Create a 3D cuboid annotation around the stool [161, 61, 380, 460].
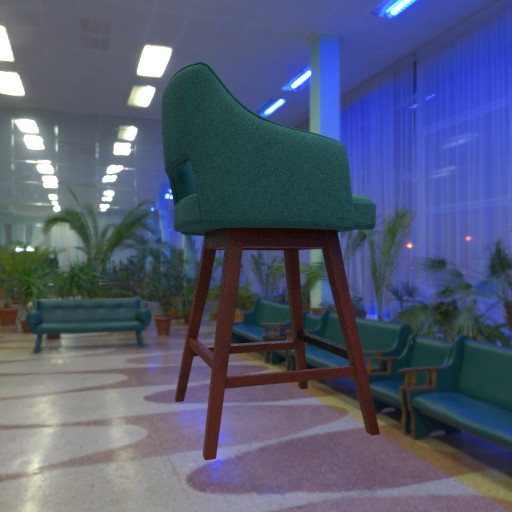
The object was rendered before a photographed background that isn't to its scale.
[{"bbox_3d":[0.000,0.000,1.328,0.556,0.961,0.548,0,0,-19],"label":"stool"}]
